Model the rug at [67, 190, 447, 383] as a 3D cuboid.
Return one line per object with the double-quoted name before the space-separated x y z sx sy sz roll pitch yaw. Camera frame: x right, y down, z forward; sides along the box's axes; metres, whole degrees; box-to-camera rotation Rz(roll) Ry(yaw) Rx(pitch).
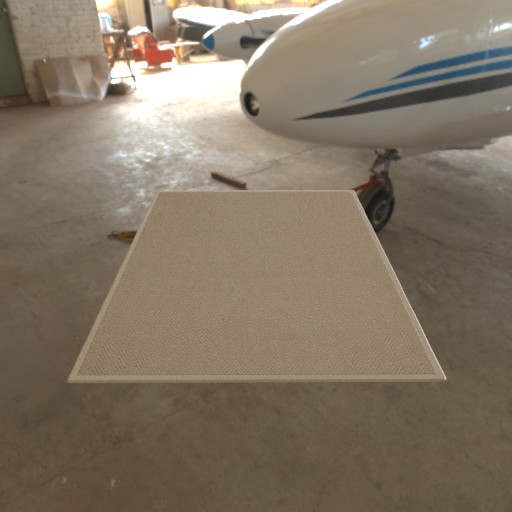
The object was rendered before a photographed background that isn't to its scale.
"rug" 0.000 0.000 4.093 2.407 0.020 3.051 0 31 0
